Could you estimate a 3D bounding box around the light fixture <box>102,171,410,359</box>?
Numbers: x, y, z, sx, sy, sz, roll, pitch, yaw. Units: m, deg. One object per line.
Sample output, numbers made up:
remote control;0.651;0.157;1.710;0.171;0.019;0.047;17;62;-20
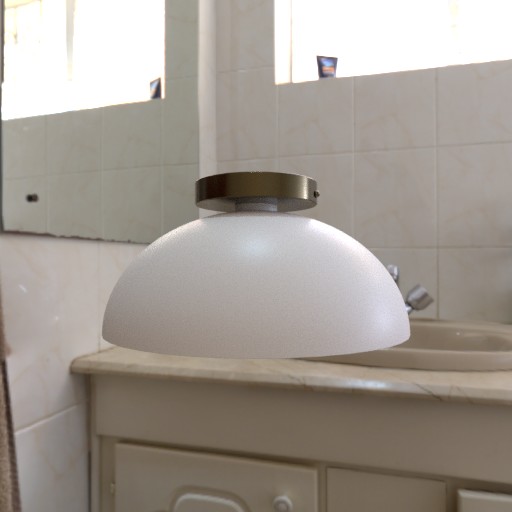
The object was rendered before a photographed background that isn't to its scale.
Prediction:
light fixture;0.000;0.000;0.542;0.355;0.177;0.355;0;-1;0
